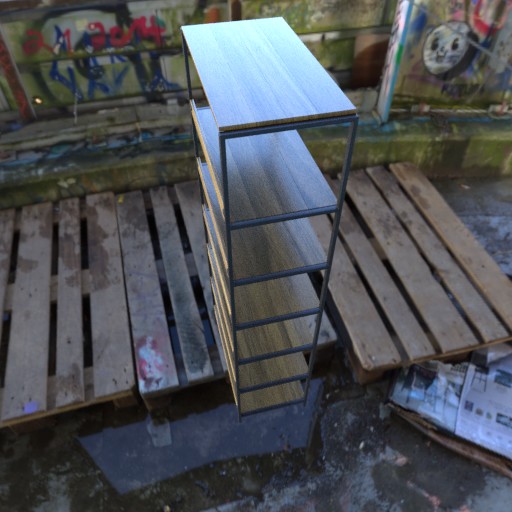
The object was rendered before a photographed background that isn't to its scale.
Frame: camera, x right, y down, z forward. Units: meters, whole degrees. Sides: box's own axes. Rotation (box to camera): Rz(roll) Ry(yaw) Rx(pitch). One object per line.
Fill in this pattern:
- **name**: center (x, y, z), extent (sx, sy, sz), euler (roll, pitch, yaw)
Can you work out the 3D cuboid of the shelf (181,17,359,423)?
- **shelf**: center (0.000, 0.000, 2.308), extent (0.431, 2.015, 0.847), euler (-10, 48, -10)
